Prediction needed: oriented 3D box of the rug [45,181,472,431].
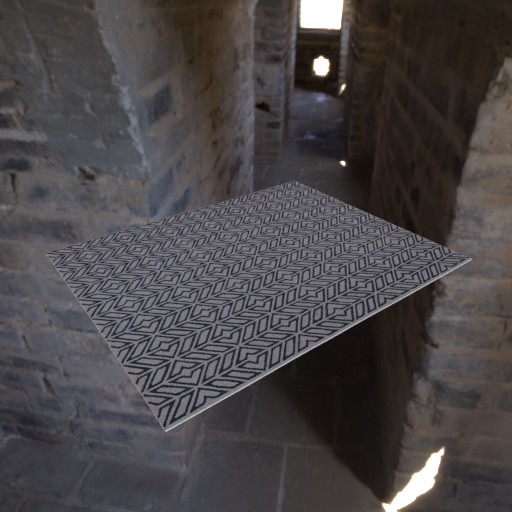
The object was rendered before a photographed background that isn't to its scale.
[{"bbox_3d":[0.000,0.000,4.034,3.045,0.008,2.421,-21,36,-31],"label":"rug"}]
